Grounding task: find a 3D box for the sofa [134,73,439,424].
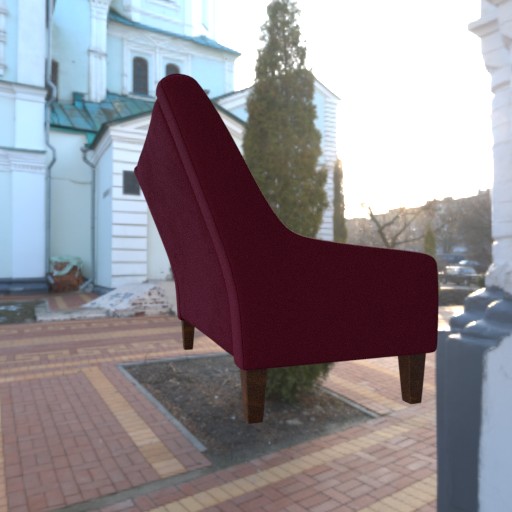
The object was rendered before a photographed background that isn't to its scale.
[{"bbox_3d":[0.000,0.000,1.888,0.946,0.976,1.242,0,-1,-18],"label":"sofa"}]
